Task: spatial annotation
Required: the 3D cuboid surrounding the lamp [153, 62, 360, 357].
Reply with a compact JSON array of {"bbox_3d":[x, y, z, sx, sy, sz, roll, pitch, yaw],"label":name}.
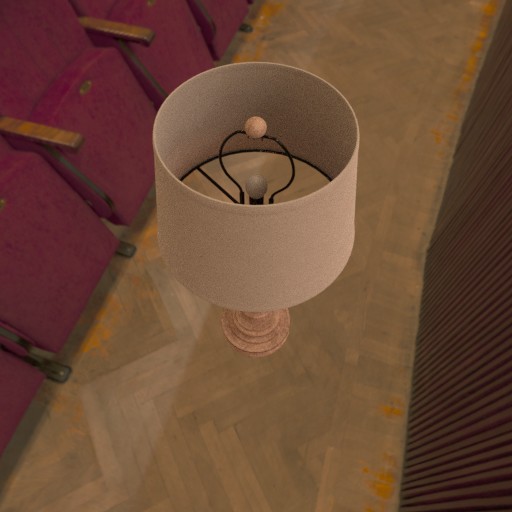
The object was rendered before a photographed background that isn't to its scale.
[{"bbox_3d":[0.000,0.000,0.864,0.340,0.678,0.340,0,58,0],"label":"lamp"}]
